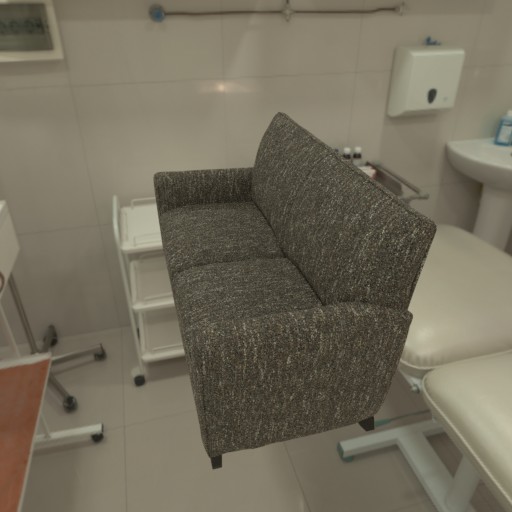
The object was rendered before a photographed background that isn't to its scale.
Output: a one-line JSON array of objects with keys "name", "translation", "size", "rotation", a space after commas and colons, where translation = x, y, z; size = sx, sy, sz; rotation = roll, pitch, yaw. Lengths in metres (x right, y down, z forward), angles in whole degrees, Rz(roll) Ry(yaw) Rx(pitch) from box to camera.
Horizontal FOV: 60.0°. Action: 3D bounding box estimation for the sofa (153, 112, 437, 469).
[{"name": "sofa", "translation": [0.000, 0.000, 2.070], "size": [0.801, 0.946, 1.519], "rotation": [-8, 32, -13]}]
